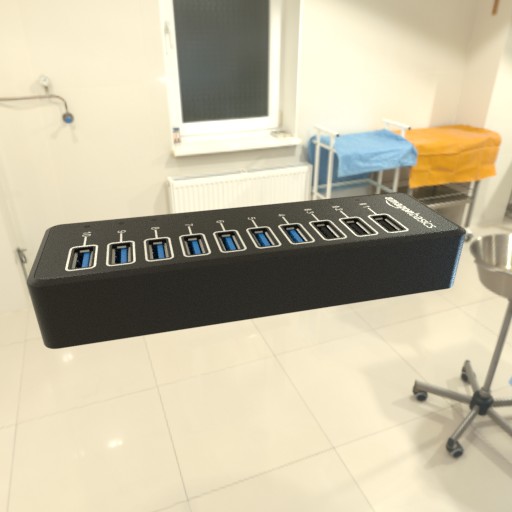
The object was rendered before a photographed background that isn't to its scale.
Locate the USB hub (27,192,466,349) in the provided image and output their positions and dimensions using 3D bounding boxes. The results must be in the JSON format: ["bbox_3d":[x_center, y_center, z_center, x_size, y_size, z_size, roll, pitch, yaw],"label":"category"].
[{"bbox_3d":[0.000,0.000,0.163,0.145,0.023,0.044,-7,29,-13],"label":"USB hub"}]
